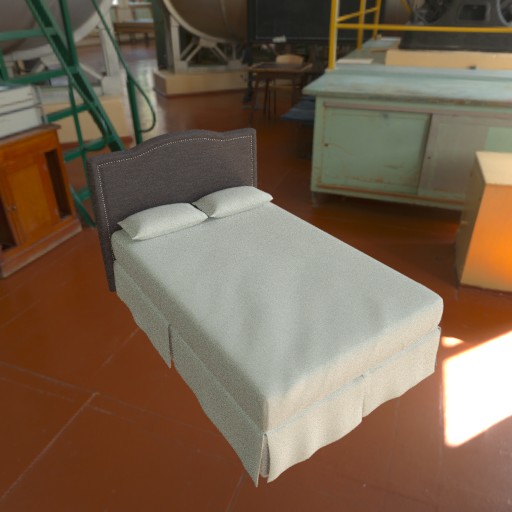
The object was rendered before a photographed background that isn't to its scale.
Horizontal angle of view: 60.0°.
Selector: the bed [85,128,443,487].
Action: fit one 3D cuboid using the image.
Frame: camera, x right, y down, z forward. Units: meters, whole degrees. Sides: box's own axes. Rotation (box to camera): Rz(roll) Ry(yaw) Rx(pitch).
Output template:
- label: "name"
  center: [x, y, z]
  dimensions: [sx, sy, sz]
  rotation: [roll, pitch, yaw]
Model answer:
- label: "bed"
  center: [0.000, 0.000, 3.508]
  dimensions: [1.741, 1.441, 2.507]
  rotation: [-20, 36, -30]
